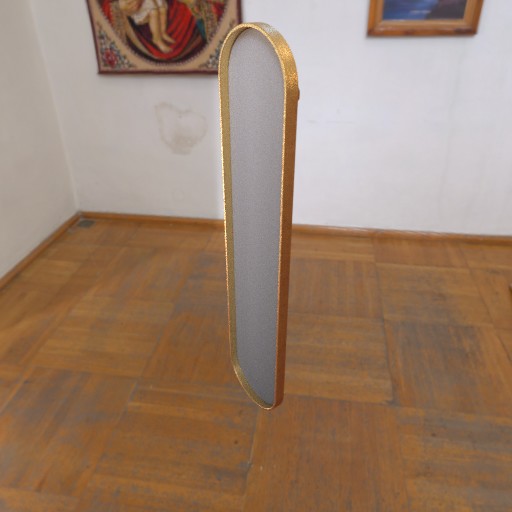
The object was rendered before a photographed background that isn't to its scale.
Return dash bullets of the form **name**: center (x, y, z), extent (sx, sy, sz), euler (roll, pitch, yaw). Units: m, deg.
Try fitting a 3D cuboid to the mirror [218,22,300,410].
- **mirror**: center (0.000, 0.000, 1.060), extent (0.032, 0.991, 0.222), euler (-21, 37, -30)
